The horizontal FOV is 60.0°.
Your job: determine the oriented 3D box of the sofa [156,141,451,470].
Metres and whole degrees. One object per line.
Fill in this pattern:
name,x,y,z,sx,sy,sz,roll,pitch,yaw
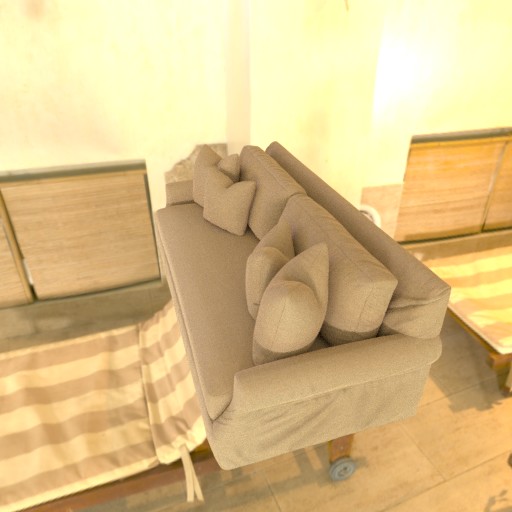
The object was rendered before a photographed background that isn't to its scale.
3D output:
sofa,0.000,0.000,2.766,1.067,0.904,2.285,-9,32,-15
